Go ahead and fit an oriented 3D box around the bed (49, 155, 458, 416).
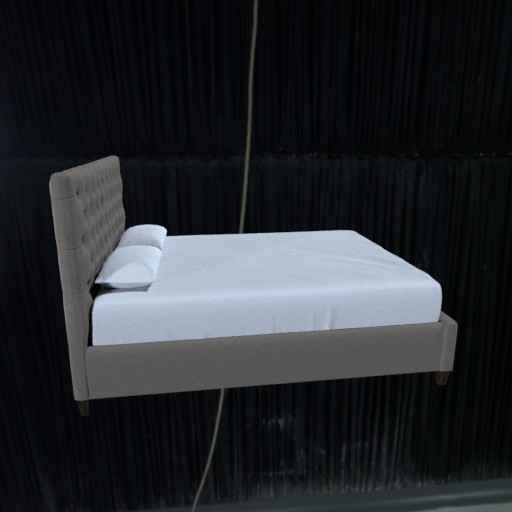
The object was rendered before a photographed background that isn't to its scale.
[{"bbox_3d":[0.000,0.000,3.379,2.387,1.427,1.698,-2,16,-8],"label":"bed"}]
